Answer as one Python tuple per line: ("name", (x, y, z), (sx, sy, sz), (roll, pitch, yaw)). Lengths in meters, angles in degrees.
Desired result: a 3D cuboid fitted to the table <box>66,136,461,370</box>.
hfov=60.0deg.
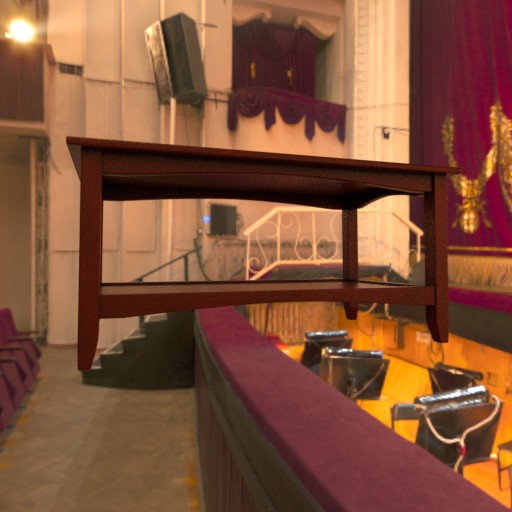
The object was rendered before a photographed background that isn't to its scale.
("table", (0.000, 0.000, 1.246), (0.943, 0.456, 0.533), (0, 0, -19))
